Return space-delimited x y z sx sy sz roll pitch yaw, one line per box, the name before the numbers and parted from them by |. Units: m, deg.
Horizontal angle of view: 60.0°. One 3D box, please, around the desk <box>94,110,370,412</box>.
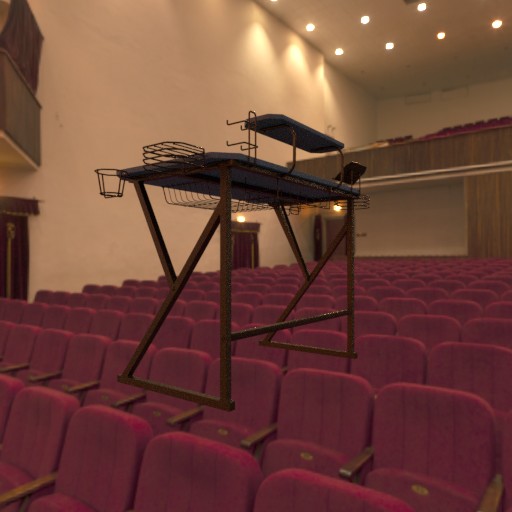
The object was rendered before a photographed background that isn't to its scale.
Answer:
desk | 0.000 0.000 1.775 0.594 0.909 1.295 0 -1 37
